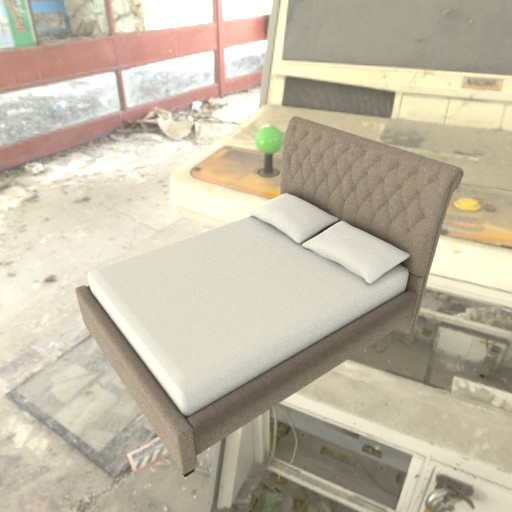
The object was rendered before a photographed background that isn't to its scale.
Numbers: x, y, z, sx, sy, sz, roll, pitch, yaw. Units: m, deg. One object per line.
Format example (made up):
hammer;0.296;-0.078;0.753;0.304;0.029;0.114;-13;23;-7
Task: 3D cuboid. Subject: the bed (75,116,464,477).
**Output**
bed;0.000;0.000;3.271;2.252;1.371;1.645;-22;38;-31
